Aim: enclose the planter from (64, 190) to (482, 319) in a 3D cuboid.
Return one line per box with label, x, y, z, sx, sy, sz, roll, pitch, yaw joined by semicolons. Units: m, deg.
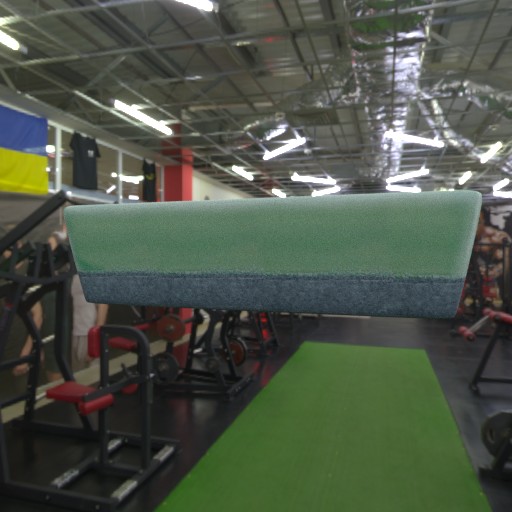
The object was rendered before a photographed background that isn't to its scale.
planter;0.000;0.000;0.308;0.275;0.072;0.072;0;1;19
